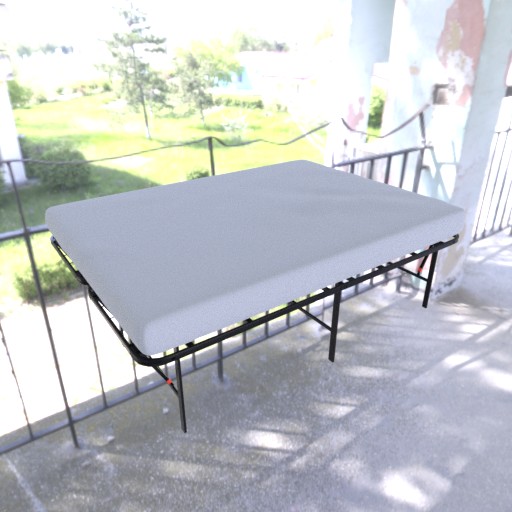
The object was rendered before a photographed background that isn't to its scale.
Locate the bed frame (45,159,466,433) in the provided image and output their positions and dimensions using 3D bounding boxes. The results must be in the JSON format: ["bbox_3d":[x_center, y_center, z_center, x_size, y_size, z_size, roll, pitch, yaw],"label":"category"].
[{"bbox_3d":[0.000,0.000,2.534,1.905,0.637,1.372,-18,31,-31],"label":"bed frame"}]
